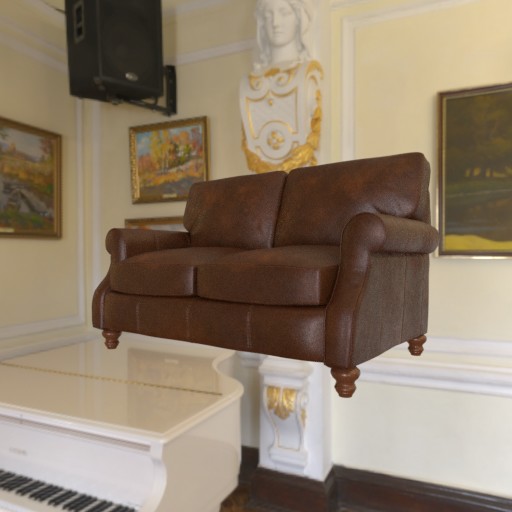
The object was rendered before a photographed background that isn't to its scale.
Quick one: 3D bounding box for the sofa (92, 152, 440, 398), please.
[{"bbox_3d":[0.000,0.000,2.249,1.616,0.976,0.990,0,0,37],"label":"sofa"}]
